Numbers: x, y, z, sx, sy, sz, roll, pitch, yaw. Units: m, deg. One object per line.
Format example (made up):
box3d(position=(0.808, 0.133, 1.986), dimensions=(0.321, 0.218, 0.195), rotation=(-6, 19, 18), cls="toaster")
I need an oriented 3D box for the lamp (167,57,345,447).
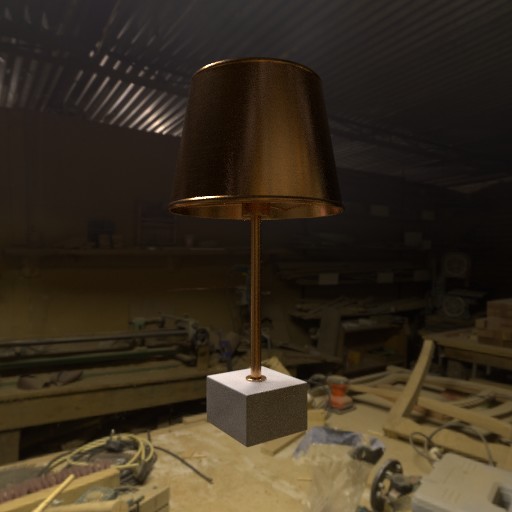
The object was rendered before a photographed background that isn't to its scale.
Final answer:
box3d(position=(0.000, 0.000, 0.530), dimensions=(0.208, 0.406, 0.208), rotation=(0, 0, 0), cls="lamp")
